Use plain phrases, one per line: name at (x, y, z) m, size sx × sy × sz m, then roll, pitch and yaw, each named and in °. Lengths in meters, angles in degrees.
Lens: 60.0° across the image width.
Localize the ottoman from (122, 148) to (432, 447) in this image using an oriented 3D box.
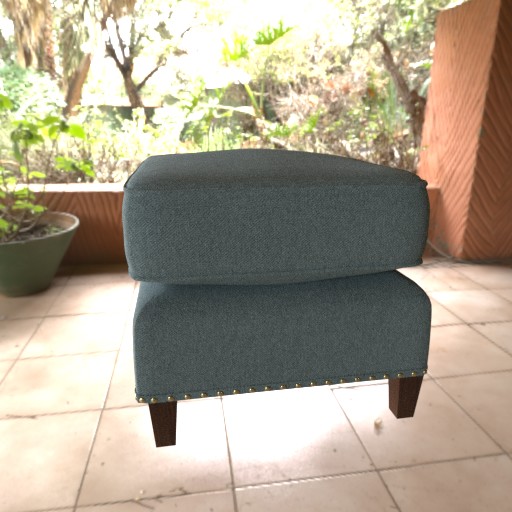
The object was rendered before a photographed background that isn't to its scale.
ottoman at (0.000, 0.000, 1.138) m, size 0.589 × 0.537 × 0.738 m, roll -3°, pitch 17°, yaw -10°
